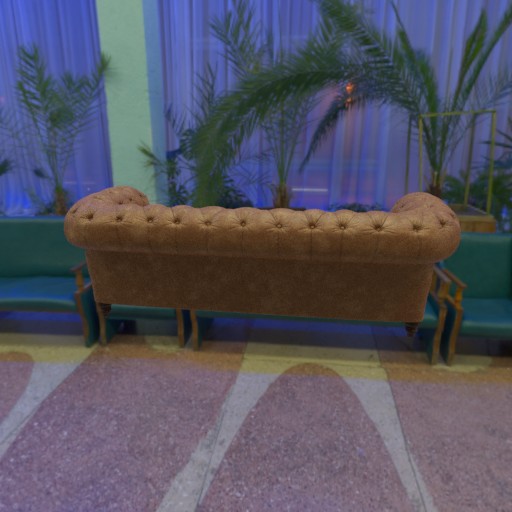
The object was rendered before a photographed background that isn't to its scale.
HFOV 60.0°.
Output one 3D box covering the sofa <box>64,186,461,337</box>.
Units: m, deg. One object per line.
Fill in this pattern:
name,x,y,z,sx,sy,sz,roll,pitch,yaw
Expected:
sofa,0.000,0.000,2.794,2.365,0.760,0.989,3,17,8
